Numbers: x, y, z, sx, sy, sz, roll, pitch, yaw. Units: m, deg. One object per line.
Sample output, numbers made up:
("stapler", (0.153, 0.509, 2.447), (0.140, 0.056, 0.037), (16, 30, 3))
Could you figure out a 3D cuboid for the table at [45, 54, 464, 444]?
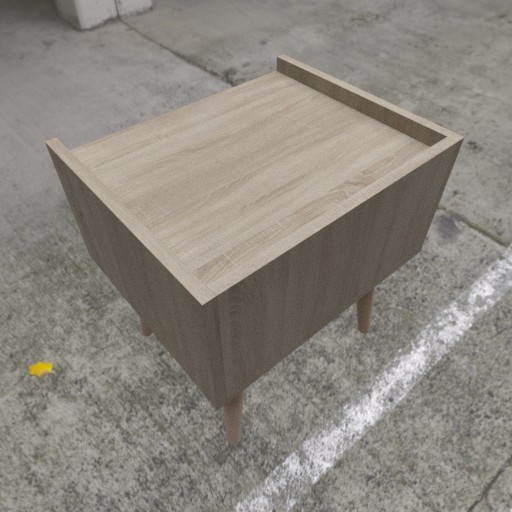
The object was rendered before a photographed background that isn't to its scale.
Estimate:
("table", (0.000, 0.000, 0.785), (0.450, 0.470, 0.370), (-32, 54, -27))
